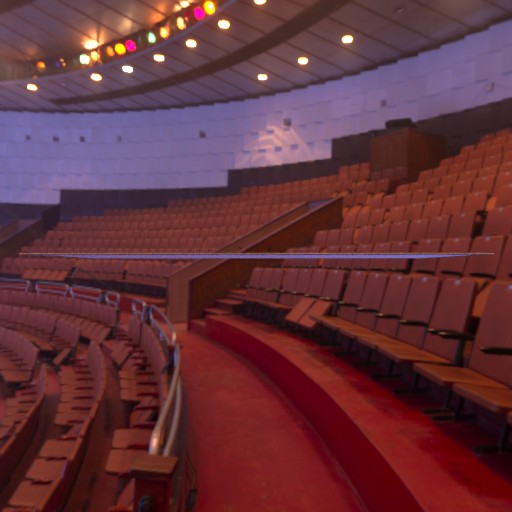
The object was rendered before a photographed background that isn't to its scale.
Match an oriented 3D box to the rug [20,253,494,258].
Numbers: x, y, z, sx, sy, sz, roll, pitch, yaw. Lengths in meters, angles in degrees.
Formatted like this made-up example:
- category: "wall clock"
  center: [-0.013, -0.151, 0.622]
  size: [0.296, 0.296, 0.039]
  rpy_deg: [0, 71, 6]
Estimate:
- category: "rug"
  center: [0.000, 0.000, 2.651]
  size: [2.440, 0.013, 0.769]
  rpy_deg: [0, -2, 1]
